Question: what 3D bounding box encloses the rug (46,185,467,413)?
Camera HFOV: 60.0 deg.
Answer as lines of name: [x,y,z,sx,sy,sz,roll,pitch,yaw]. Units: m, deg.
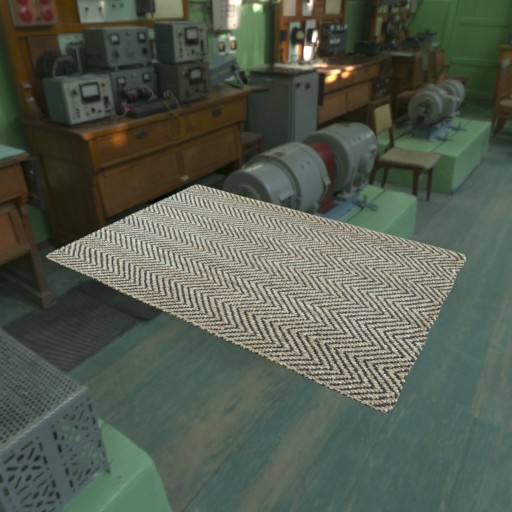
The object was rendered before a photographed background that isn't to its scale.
rug: [0.000,0.000,2.293,1.828,0.008,1.219,18,35,28]
